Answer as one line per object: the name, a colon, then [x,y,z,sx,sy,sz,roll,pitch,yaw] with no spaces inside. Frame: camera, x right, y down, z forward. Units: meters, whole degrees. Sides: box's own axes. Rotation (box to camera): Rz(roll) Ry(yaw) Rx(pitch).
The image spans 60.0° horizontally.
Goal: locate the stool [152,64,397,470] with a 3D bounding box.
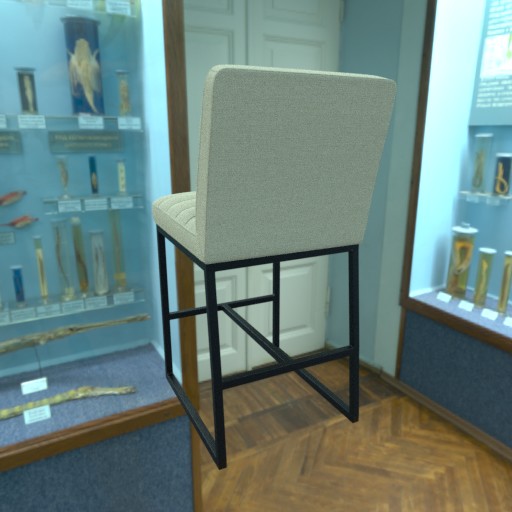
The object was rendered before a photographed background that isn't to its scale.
stool: [0.000,0.000,1.273,0.460,0.940,0.560,-8,17,-26]
